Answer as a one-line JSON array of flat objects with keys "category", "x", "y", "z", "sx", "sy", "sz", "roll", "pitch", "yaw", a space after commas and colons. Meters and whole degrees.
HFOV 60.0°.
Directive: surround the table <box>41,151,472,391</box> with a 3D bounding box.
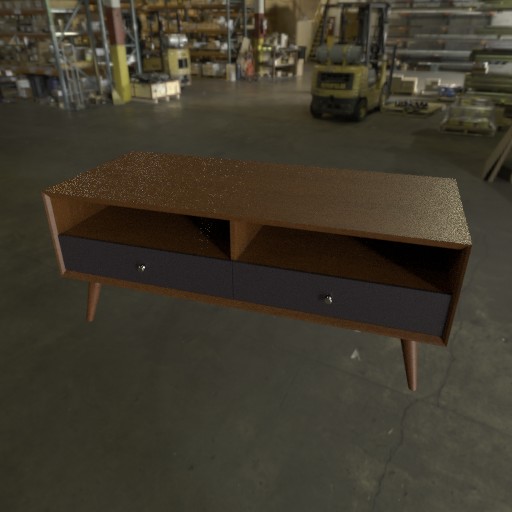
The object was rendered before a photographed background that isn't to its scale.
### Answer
[{"category": "table", "x": 0.000, "y": 0.000, "z": 1.402, "sx": 1.119, "sy": 0.464, "sz": 0.490, "roll": 8, "pitch": 29, "yaw": 16}]
